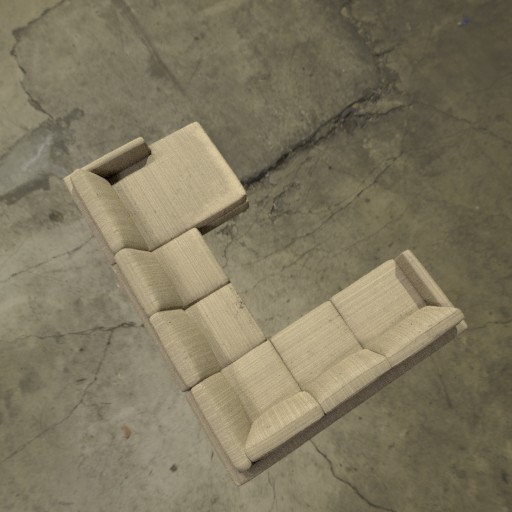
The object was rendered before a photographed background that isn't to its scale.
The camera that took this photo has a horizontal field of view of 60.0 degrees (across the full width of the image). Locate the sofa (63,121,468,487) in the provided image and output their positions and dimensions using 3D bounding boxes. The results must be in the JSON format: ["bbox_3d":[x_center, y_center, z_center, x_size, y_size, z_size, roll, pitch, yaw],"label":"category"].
[{"bbox_3d":[0.000,0.000,4.596,2.594,0.961,3.460,-31,77,-8],"label":"sofa"}]
